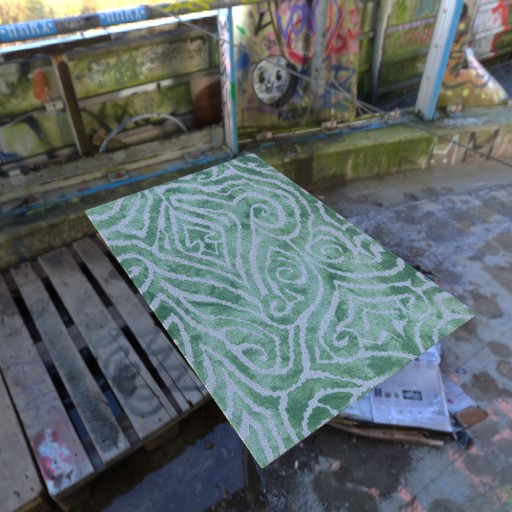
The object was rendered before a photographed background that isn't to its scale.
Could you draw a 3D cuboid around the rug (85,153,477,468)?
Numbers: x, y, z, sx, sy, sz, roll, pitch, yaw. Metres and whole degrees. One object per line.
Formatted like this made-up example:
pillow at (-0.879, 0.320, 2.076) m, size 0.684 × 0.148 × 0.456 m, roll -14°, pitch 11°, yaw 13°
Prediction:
rug at (0.000, 0.000, 2.345) m, size 1.220 × 0.006 × 1.826 m, roll -25°, pitch 47°, yaw -25°
